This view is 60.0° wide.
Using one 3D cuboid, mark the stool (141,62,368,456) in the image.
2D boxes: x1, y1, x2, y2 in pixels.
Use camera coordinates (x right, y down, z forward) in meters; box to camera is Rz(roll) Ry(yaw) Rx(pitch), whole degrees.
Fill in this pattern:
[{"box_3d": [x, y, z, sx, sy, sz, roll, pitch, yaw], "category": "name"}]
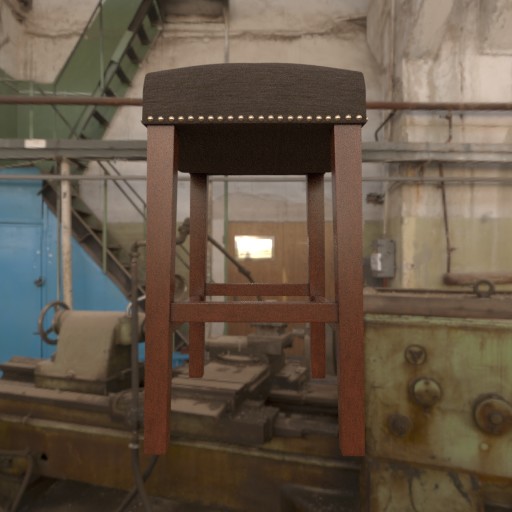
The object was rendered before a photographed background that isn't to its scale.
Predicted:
[{"box_3d": [0.000, 0.000, 0.964, 0.372, 0.654, 0.504, 0, 1, 1], "category": "stool"}]
